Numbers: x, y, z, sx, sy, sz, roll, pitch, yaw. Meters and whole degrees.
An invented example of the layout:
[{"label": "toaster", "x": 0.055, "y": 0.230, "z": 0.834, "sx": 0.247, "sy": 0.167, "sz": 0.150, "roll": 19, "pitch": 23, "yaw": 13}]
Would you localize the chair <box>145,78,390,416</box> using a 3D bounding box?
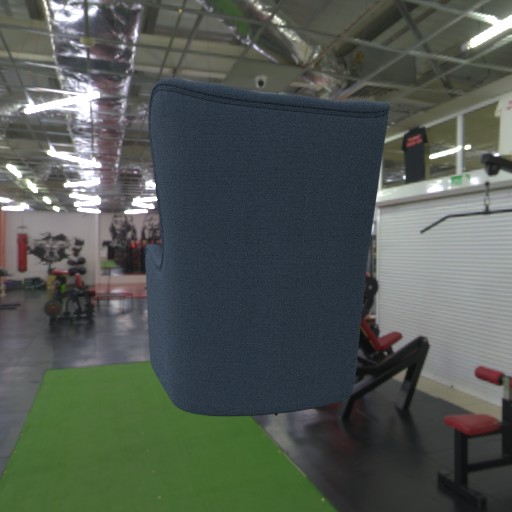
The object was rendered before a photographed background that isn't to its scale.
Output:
[{"label": "chair", "x": 0.000, "y": 0.000, "z": 1.728, "sx": 0.831, "sy": 1.079, "sz": 0.930, "roll": 0, "pitch": 1, "yaw": -17}]
